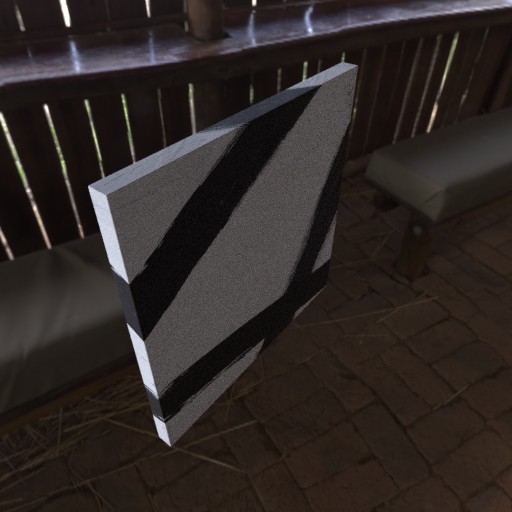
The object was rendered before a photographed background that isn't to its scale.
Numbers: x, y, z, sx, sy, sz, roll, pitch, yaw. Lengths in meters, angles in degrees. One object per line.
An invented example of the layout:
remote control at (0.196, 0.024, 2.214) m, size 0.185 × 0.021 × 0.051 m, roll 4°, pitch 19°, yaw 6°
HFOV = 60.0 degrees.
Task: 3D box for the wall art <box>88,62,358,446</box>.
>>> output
wall art at (0.000, 0.000, 1.138) m, size 0.046 × 0.765 × 0.765 m, roll 27°, pitch 47°, yaw 28°
